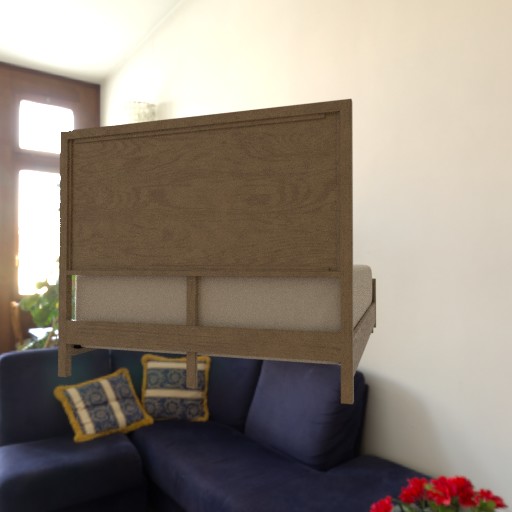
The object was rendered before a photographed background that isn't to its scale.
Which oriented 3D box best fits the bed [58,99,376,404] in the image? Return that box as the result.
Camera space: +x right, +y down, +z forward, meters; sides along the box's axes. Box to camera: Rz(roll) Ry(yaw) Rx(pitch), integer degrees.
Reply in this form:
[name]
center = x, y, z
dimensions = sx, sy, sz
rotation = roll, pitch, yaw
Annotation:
[bed]
center = 0.000, 0.000, 3.271
dimensions = 1.606, 1.369, 2.189
rotation = 0, -1, 18
